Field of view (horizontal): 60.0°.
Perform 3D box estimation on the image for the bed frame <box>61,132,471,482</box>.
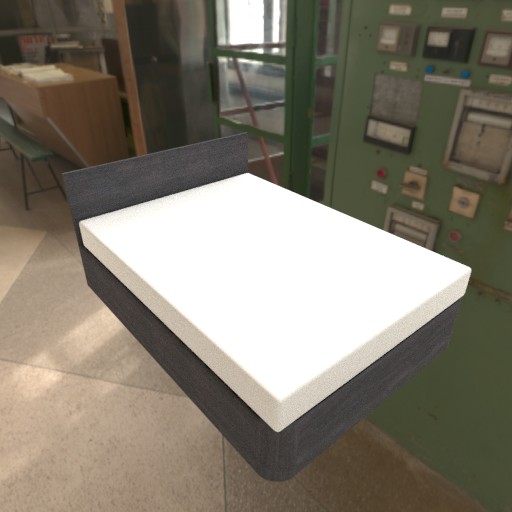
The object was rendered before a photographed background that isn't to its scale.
[{"bbox_3d":[0.000,0.000,2.576,1.400,0.800,1.900,-23,38,-33],"label":"bed frame"}]
